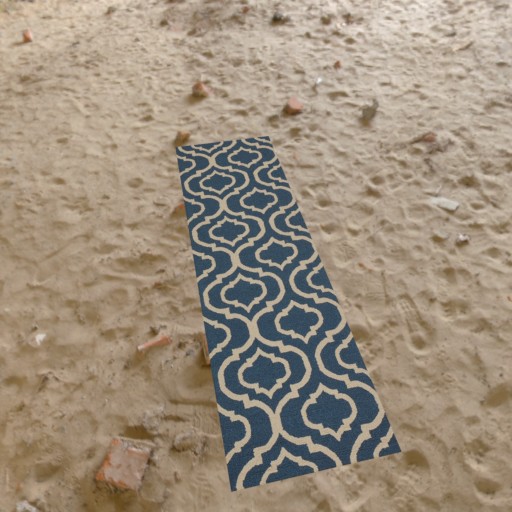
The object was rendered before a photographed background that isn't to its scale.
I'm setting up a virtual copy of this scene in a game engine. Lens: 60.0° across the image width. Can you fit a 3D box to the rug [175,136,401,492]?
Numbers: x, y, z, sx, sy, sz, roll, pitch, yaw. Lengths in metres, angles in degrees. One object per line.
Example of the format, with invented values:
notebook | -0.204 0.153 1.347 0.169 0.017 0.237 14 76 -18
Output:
rug | 0.000 0.000 2.464 0.685 0.006 2.296 -9 48 -8
